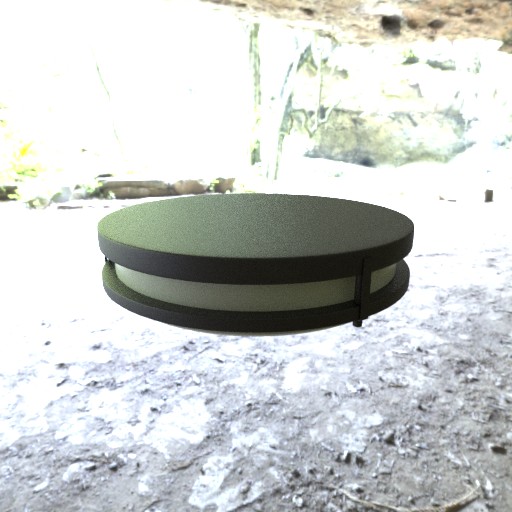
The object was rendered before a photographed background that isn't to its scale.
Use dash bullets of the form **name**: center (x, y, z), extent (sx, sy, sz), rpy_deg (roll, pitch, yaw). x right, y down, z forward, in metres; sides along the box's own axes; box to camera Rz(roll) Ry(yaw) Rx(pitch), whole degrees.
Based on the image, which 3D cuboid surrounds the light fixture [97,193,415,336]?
- **light fixture**: center (0.000, 0.000, 0.536), extent (0.356, 0.102, 0.356), rpy_deg (0, 16, 0)
